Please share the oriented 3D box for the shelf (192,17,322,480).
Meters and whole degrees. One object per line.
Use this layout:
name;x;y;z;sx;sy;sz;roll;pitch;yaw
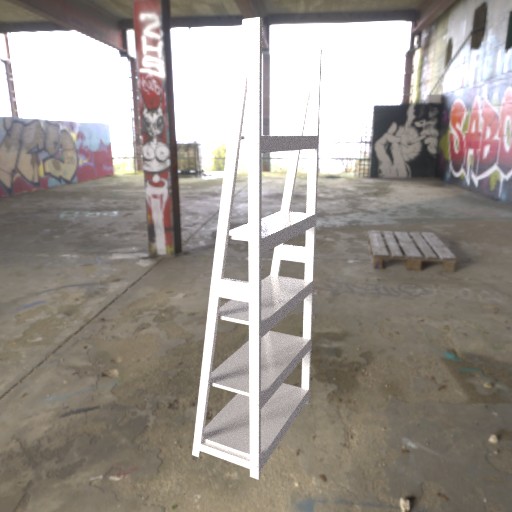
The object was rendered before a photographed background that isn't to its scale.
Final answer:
shelf;0.000;0.000;1.997;0.341;1.779;0.636;8;17;26
